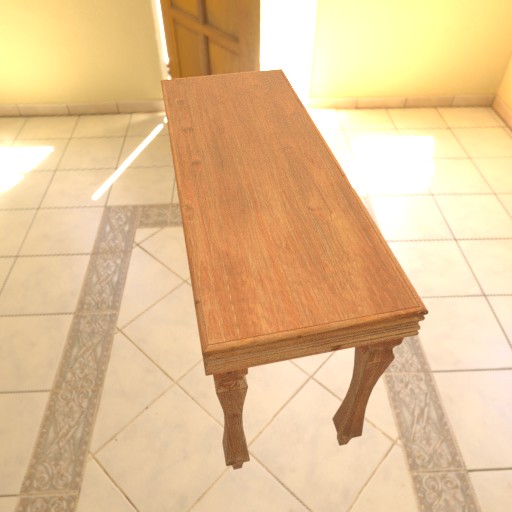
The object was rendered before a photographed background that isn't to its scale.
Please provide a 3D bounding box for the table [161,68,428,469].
[{"bbox_3d":[0.000,0.000,1.738,0.522,0.873,1.330,-9,47,-8],"label":"table"}]
